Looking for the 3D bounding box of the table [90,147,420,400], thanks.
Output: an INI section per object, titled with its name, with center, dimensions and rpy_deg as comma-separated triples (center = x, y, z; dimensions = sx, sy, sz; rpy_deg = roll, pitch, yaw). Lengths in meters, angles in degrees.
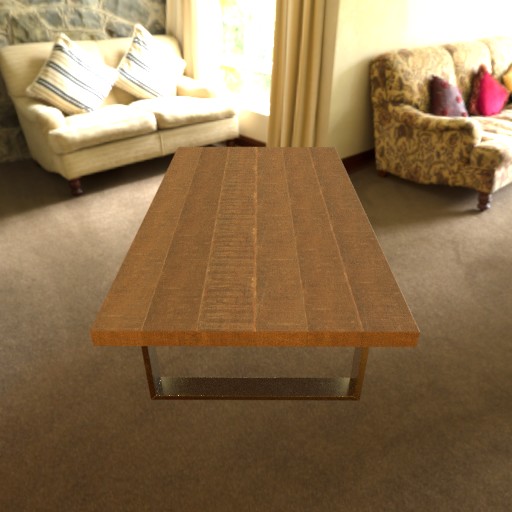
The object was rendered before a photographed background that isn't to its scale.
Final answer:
[table]
center = 0.000, 0.000, 1.781
dimensions = 0.800, 0.440, 1.400
rpy_deg = 0, 32, 0
